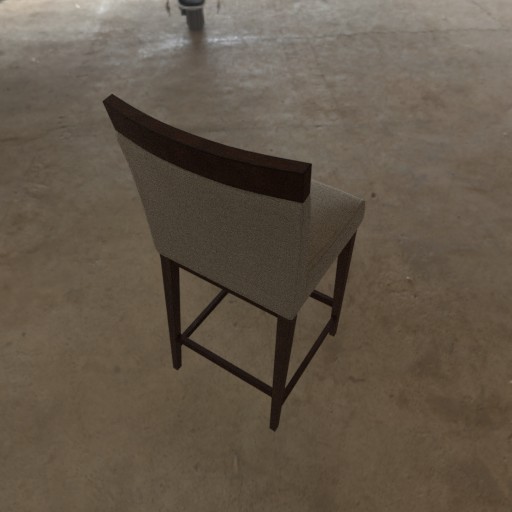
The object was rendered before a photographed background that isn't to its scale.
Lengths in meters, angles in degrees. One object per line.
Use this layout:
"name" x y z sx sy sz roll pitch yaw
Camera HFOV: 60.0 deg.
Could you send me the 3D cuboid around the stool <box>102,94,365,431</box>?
"stool" 0.000 0.000 1.418 0.511 1.117 0.531 25 51 22
